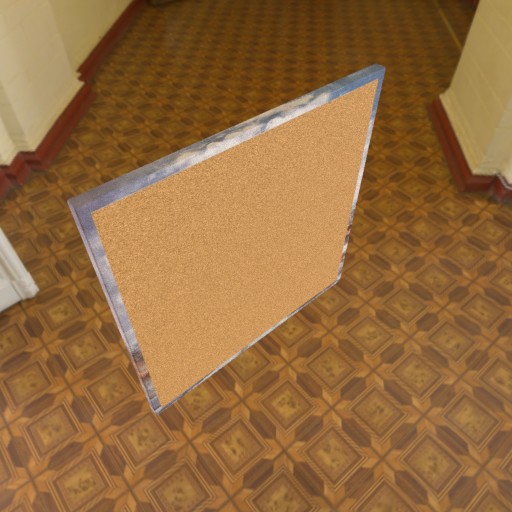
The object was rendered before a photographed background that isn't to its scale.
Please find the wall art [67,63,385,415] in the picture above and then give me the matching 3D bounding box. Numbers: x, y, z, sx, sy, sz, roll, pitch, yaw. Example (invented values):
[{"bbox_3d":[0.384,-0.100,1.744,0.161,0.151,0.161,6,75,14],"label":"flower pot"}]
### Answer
[{"bbox_3d":[0.000,0.000,1.513,1.010,1.020,0.040,-32,55,-26],"label":"wall art"}]
